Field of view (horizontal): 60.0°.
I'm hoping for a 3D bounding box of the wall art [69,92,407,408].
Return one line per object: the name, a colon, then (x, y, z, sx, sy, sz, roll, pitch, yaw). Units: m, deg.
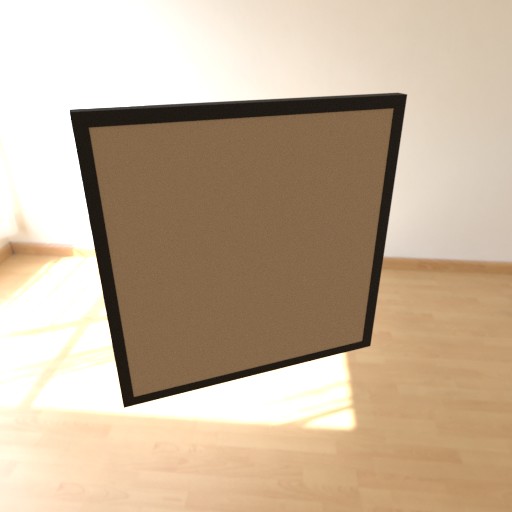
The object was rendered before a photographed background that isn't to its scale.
wall art: (0.000, 0.000, 0.457, 0.306, 0.304, 0.015, -9, 28, -18)
